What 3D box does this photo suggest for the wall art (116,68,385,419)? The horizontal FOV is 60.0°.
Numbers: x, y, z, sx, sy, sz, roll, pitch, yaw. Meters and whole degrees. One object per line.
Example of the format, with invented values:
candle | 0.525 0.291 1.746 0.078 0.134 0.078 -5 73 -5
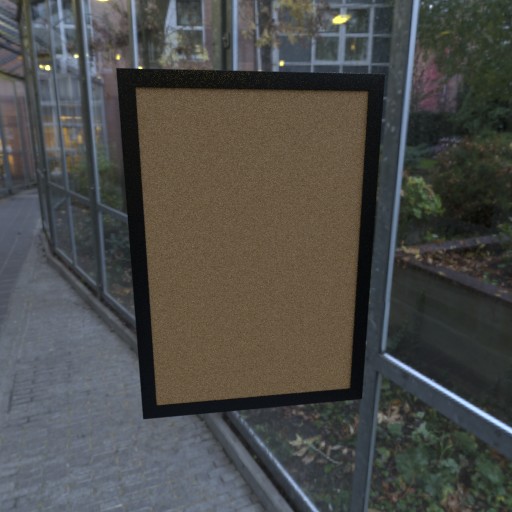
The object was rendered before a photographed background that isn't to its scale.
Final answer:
wall art | 0.000 0.000 0.847 0.462 0.656 0.019 -2 15 -9
